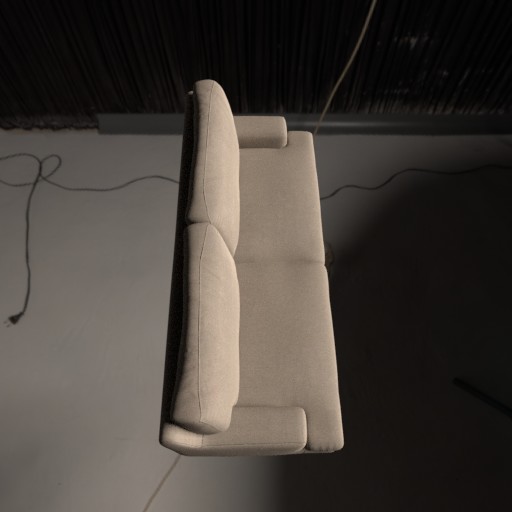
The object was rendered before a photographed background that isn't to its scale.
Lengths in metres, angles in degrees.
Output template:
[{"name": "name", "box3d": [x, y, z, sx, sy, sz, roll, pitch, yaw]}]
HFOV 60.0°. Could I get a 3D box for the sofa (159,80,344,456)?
[{"name": "sofa", "box3d": [0.000, 0.000, 2.898, 0.962, 0.980, 2.354, -1, 62, 0]}]
